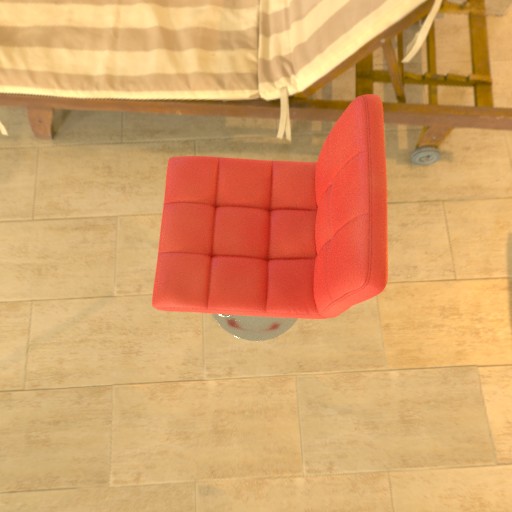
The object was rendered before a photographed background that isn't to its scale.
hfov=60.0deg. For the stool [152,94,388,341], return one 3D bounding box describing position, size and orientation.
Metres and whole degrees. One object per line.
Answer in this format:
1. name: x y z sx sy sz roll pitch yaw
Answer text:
1. stool: 0.000 0.000 1.368 0.505 1.115 0.430 3 74 1
